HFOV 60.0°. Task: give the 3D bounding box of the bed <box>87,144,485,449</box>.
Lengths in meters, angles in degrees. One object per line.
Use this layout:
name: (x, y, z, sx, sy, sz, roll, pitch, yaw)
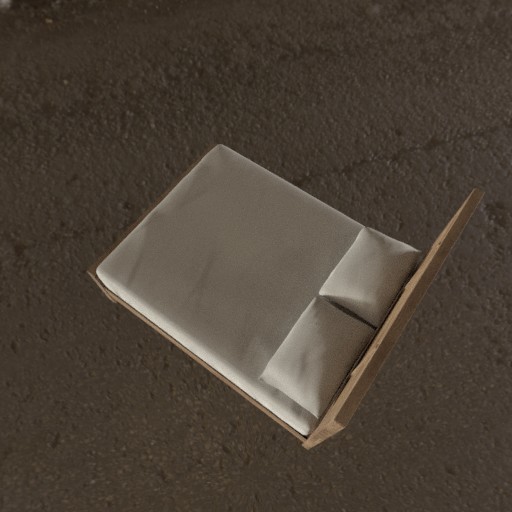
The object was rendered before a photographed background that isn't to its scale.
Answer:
bed: (0.000, 0.000, 3.353, 2.197, 1.626, 1.626, 33, 68, 15)
